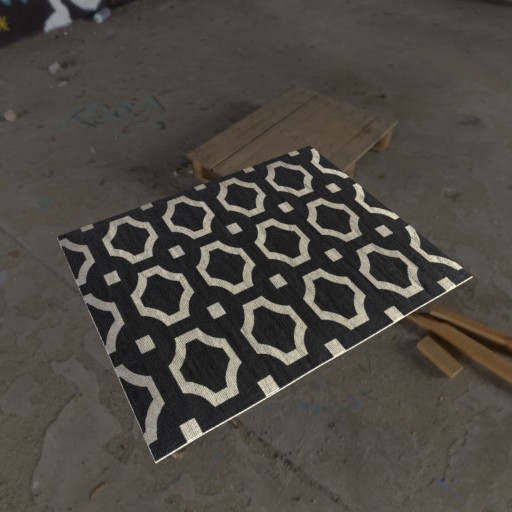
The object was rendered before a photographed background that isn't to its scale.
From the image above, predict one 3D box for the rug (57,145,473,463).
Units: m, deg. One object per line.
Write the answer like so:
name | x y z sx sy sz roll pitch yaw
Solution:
rug | 0.000 0.000 4.144 3.049 0.021 2.466 -24 51 -21
